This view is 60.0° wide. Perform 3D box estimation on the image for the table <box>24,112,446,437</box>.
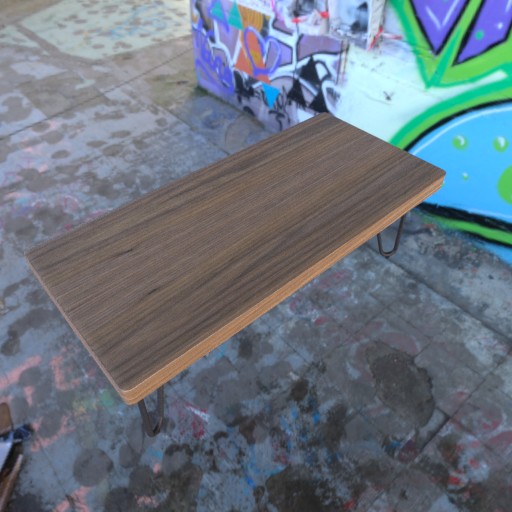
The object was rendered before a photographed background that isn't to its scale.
[{"bbox_3d":[0.000,0.000,1.684,1.375,0.468,0.637,-32,53,-28],"label":"table"}]
